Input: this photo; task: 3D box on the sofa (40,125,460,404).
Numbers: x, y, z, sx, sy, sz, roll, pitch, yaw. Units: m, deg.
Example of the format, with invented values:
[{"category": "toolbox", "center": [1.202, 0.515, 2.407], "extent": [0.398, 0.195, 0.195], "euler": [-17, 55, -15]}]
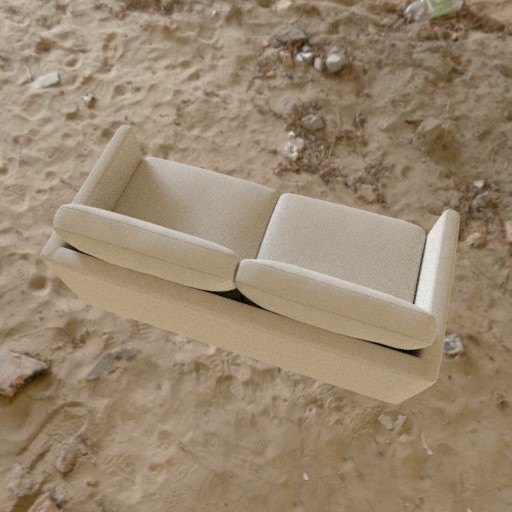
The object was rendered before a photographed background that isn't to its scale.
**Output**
[{"category": "sofa", "center": [0.000, 0.000, 2.479], "extent": [1.981, 0.889, 0.965], "euler": [16, 64, 8]}]
